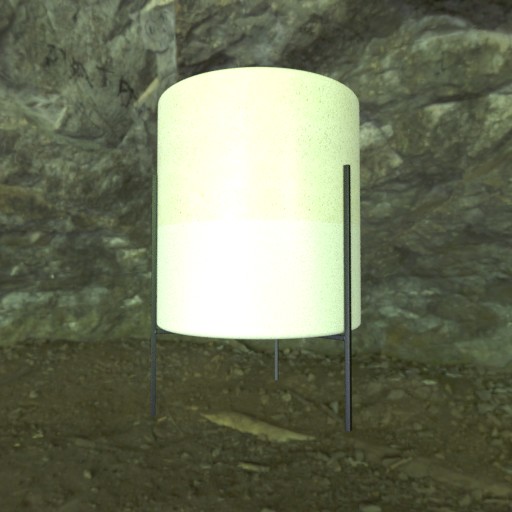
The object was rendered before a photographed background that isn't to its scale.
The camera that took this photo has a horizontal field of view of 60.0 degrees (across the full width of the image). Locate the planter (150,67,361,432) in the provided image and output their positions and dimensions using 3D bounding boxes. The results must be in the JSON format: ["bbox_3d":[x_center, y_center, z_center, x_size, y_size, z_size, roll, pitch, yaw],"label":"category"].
[{"bbox_3d":[0.000,0.000,0.723,0.333,0.483,0.324,1,-2,-17],"label":"planter"}]
